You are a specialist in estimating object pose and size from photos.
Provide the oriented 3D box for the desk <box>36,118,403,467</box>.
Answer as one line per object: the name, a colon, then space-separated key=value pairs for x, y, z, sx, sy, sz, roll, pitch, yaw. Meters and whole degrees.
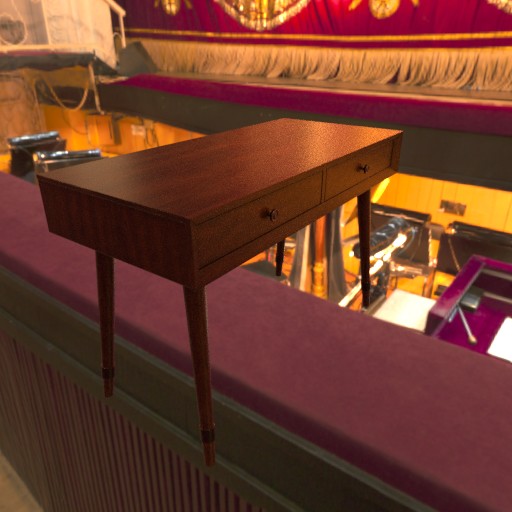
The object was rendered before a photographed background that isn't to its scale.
desk: x=0.000 y=0.000 z=2.134 sx=0.734 sy=1.031 sz=1.577 roll=18 pitch=31 yaw=32
